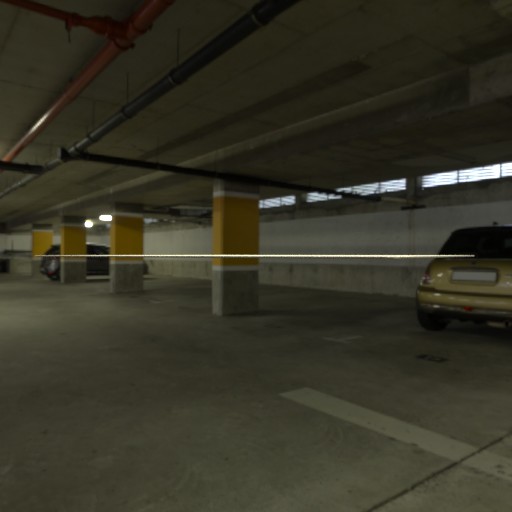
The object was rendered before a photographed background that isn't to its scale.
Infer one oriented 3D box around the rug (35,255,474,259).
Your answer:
[{"bbox_3d":[0.000,0.000,2.767,2.238,0.008,1.593,0,0,35],"label":"rug"}]
